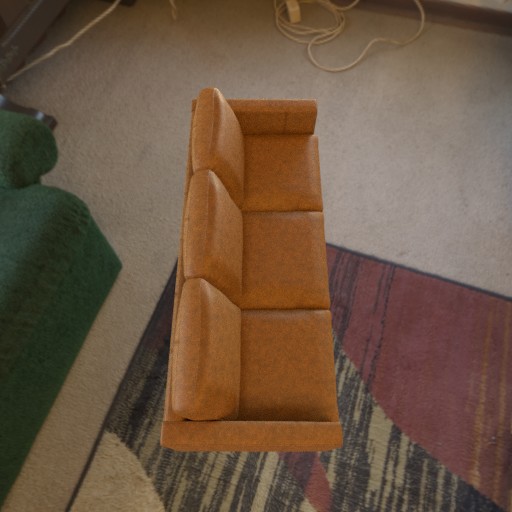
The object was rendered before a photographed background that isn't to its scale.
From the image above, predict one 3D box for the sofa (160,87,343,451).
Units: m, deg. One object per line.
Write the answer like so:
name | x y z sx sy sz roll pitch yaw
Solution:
sofa | 0.000 0.000 2.790 0.903 0.930 2.231 0 64 0
